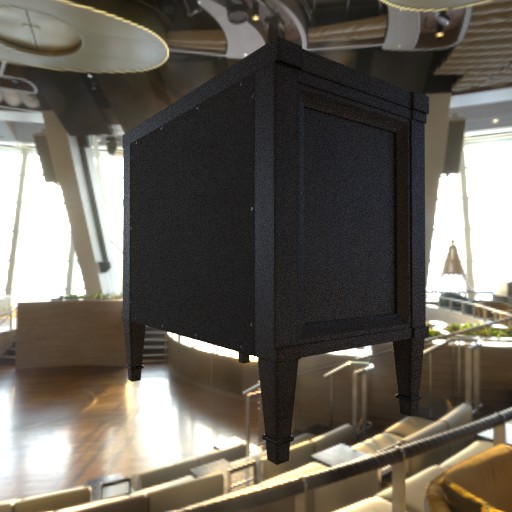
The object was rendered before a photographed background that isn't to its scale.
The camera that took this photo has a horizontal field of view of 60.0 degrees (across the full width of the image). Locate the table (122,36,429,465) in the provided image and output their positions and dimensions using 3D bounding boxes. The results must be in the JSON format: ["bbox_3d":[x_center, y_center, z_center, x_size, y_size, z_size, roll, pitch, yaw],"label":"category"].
[{"bbox_3d":[0.000,0.000,1.058,0.413,0.660,0.660,1,-1,-37],"label":"table"}]
